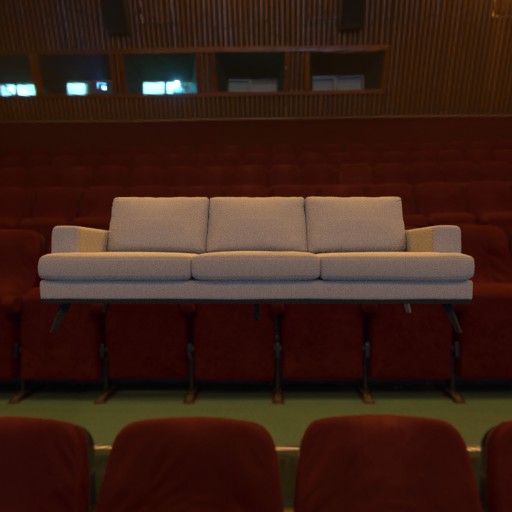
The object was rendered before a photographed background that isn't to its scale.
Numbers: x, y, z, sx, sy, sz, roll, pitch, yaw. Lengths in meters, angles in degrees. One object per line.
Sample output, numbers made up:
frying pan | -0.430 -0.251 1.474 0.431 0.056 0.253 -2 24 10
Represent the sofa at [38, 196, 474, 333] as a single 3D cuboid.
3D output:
sofa | 0.000 0.000 2.771 2.310 0.810 0.920 0 0 1
